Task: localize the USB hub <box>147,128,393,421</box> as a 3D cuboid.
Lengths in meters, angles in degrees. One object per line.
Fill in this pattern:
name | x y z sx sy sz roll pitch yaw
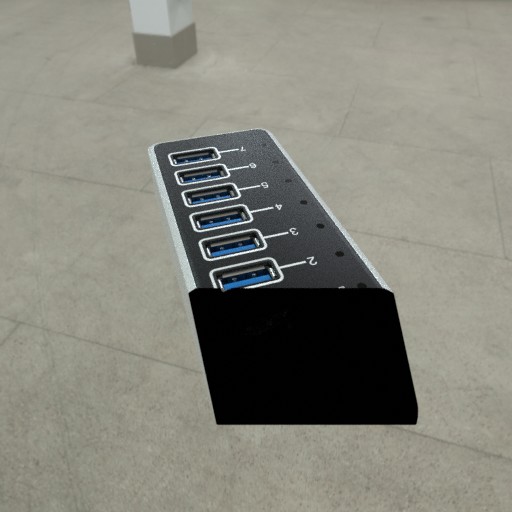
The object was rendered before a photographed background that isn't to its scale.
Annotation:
USB hub | 0.000 0.000 0.125 0.044 0.023 0.110 -12 43 -13
